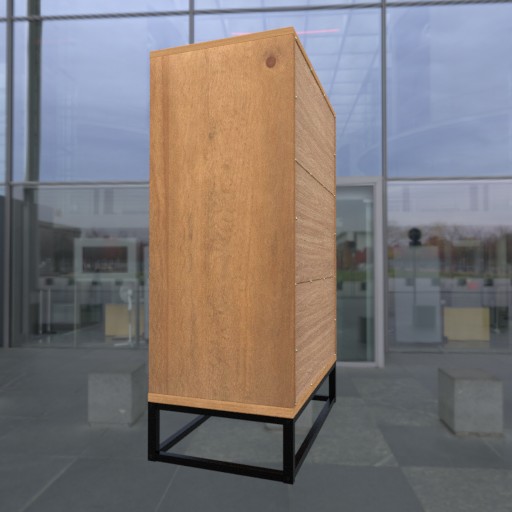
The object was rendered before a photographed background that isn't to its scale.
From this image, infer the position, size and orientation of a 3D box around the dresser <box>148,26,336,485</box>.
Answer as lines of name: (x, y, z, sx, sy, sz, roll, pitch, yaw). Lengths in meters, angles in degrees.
dresser: (0.000, 0.000, 1.631, 0.479, 1.240, 0.761, 0, -1, 19)
